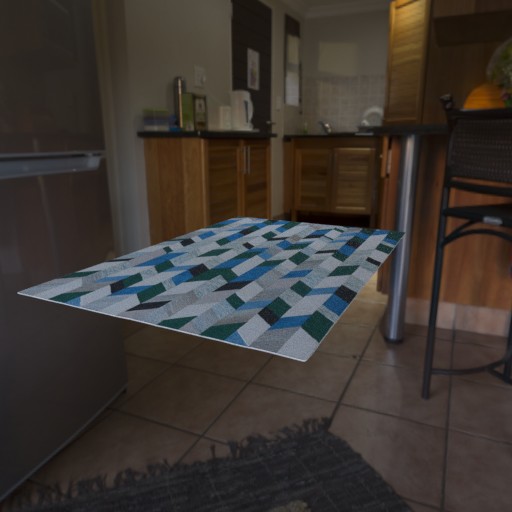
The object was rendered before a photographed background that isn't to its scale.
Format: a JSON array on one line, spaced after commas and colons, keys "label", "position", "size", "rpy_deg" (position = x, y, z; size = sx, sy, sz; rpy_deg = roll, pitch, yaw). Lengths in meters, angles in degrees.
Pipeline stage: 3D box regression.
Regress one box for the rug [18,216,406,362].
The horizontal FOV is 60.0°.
[{"label": "rug", "position": [0.000, 0.000, 2.295], "size": [1.229, 0.005, 1.827], "rpy_deg": [8, 18, 26]}]
